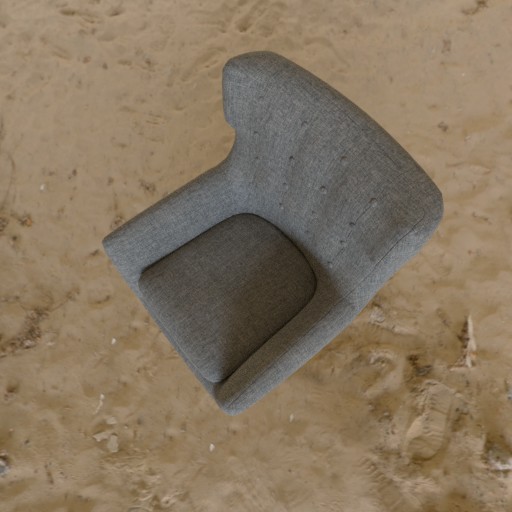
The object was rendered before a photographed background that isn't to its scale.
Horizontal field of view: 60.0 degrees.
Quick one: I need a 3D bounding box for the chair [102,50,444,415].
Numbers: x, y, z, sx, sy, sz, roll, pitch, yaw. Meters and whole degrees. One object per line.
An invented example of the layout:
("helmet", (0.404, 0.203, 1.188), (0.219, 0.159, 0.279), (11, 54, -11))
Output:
("chair", (0.000, 0.000, 1.735), (0.904, 1.063, 0.878), (-36, 70, -16))
